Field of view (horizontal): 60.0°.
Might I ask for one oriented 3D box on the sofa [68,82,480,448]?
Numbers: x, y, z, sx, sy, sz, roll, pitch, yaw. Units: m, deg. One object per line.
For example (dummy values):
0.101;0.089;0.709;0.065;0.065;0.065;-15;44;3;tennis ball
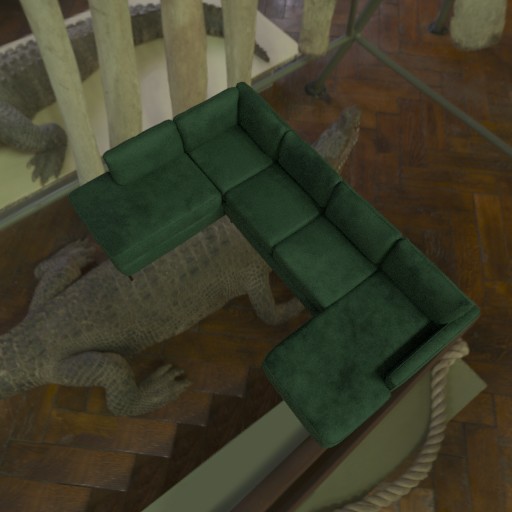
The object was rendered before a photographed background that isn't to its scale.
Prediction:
0.000;0.000;3.699;1.992;0.861;2.994;-34;68;-16;sofa
